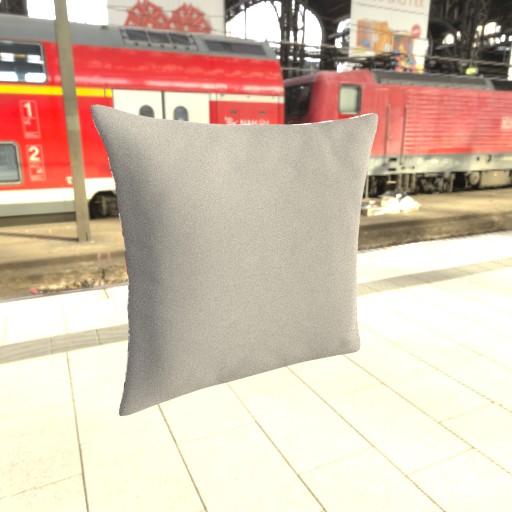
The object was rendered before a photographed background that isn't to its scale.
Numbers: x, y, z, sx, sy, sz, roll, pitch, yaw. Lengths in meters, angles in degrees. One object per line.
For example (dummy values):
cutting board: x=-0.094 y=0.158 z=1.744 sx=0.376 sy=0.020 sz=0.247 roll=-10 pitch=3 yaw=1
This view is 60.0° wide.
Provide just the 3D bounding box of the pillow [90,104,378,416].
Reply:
pillow: x=0.000 y=0.000 z=0.806 sx=0.526 sy=0.507 sz=0.166 roll=-8 pitch=17 yaw=-26
